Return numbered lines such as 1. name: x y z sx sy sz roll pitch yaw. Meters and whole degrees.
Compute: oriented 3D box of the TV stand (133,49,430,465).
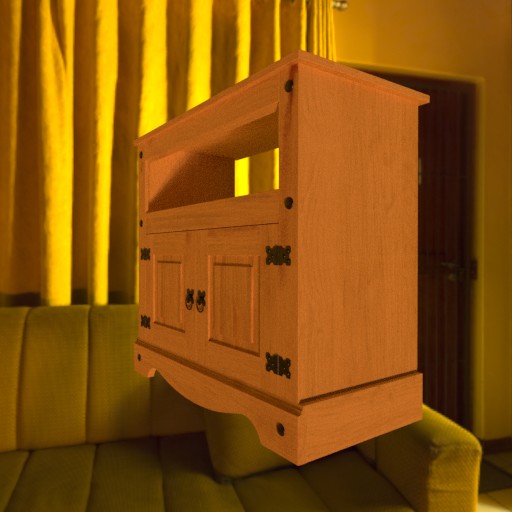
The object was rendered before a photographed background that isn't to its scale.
1. TV stand: 0.000 0.000 1.303 0.430 0.787 0.851 0 1 -36
